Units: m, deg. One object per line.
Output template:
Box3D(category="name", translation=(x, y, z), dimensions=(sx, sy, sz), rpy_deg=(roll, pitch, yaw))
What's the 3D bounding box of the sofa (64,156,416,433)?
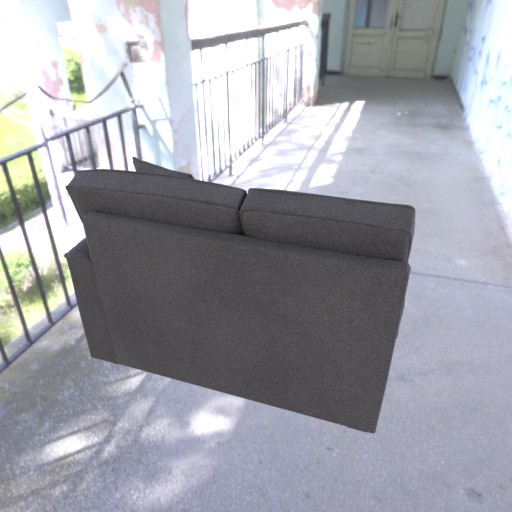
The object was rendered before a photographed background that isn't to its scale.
Box3D(category="sofa", translation=(0.000, 0.000, 2.124), dimensions=(1.388, 0.989, 0.991), rpy_deg=(10, 32, 16))
